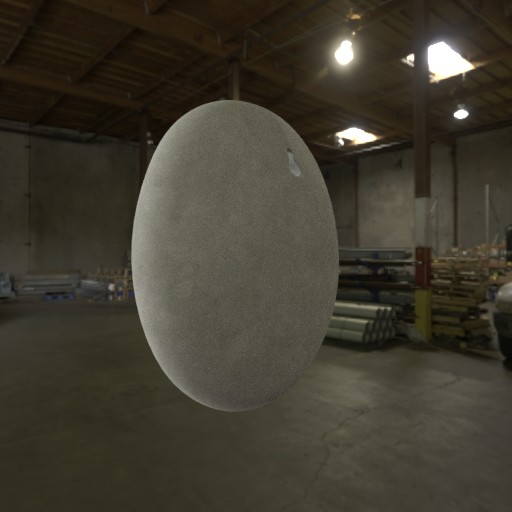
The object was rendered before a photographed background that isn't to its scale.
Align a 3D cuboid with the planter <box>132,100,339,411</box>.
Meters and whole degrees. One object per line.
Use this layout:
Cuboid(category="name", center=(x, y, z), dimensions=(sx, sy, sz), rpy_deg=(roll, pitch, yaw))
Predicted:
Cuboid(category="planter", center=(0.000, 0.000, 0.279), dimensions=(0.071, 0.188, 0.185), rpy_deg=(0, 0, 36))
